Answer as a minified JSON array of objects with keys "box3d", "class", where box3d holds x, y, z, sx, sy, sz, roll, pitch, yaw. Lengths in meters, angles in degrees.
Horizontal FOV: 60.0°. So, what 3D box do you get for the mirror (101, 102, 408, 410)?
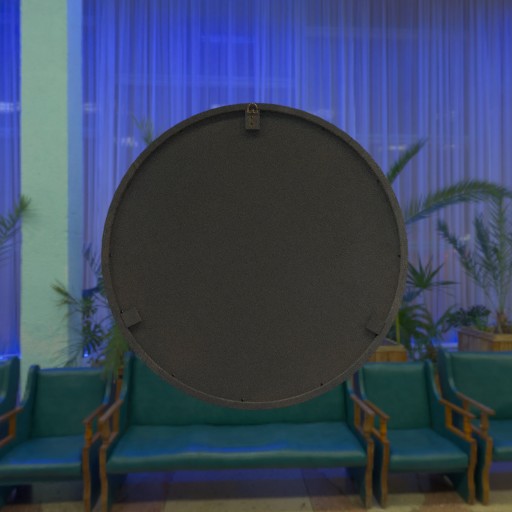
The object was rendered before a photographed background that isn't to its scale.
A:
[{"box3d":[0.000,0.000,1.039,0.710,0.710,0.038,0,-1,-2],"class":"mirror"}]
